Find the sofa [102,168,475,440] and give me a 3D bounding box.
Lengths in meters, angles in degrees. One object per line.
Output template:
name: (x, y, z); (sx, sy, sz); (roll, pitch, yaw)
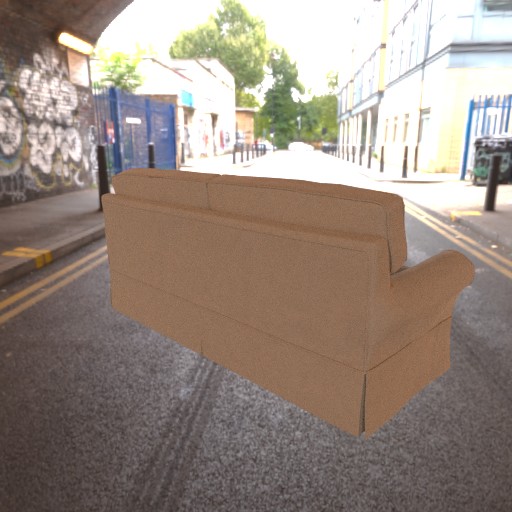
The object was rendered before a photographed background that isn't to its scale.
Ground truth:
sofa: (0.000, 0.000, 2.689); (2.246, 1.014, 0.900); (14, 20, 43)
